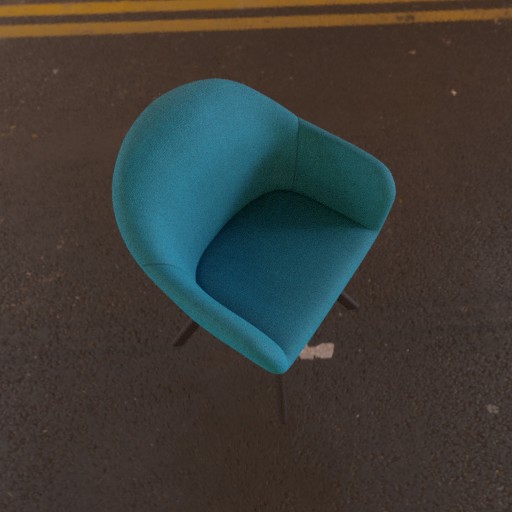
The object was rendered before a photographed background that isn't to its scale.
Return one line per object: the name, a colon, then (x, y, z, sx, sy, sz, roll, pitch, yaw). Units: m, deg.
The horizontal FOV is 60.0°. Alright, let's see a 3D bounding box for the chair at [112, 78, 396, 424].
chair: (0.000, 0.000, 1.200, 0.550, 0.795, 0.590, 30, 63, 18)
